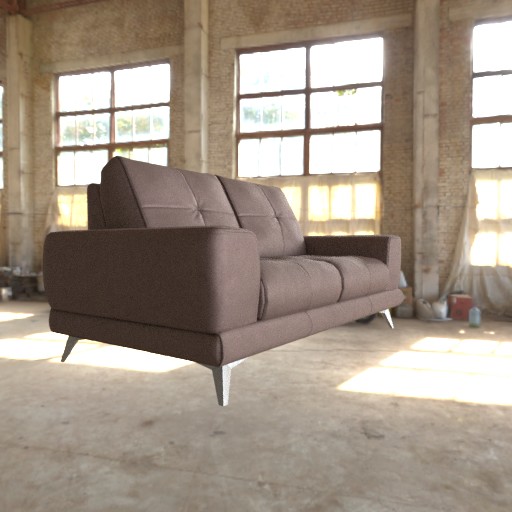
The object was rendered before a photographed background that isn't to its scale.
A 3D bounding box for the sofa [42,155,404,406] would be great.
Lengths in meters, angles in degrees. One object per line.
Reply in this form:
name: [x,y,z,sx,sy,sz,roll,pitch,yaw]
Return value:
sofa: [0.000,0.000,2.320,1.018,0.907,1.806,1,2,36]
